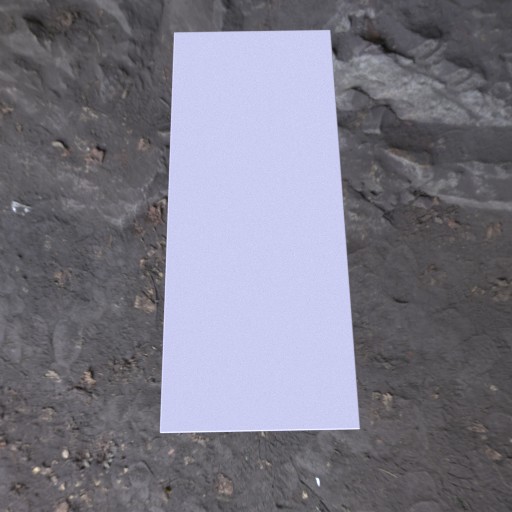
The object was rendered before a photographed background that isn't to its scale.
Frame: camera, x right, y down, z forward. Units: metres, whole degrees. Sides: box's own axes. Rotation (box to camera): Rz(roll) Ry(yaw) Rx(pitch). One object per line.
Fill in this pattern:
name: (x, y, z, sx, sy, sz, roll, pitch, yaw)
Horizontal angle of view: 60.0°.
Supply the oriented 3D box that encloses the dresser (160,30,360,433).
dresser: (0.000, 0.000, 1.640, 0.460, 1.000, 1.100, -1, 75, 0)
